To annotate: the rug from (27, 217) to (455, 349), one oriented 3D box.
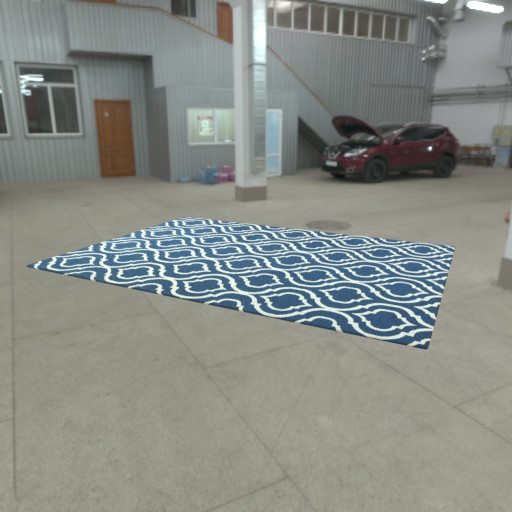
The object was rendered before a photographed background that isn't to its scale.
[{"bbox_3d":[0.000,0.000,2.687,2.134,0.010,1.524,8,18,25],"label":"rug"}]
